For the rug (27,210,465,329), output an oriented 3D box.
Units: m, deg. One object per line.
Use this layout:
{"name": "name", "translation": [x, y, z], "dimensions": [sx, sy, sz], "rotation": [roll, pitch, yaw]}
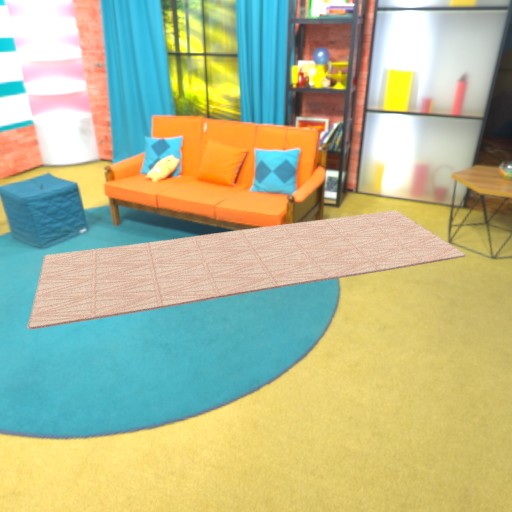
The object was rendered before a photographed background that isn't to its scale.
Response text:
{"name": "rug", "translation": [0.000, 0.000, 2.666], "dimensions": [2.435, 0.015, 0.760], "rotation": [-8, 29, -15]}
